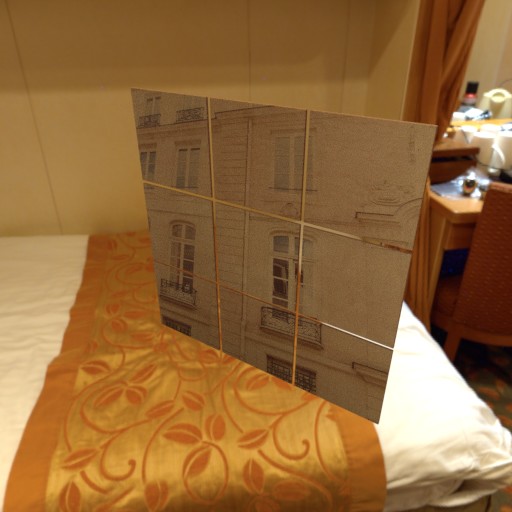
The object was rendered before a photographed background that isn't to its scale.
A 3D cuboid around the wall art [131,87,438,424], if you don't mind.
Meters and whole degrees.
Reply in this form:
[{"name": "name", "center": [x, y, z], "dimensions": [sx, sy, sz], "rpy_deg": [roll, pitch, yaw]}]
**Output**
[{"name": "wall art", "center": [0.000, 0.000, 2.292], "dimensions": [1.526, 1.522, 0.023], "rpy_deg": [18, 34, 29]}]
